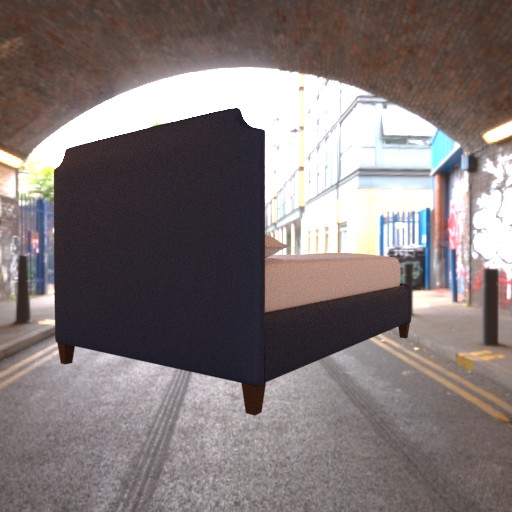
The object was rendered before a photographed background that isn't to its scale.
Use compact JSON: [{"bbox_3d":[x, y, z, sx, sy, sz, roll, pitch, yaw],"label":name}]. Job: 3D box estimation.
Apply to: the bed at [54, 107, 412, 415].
[{"bbox_3d":[0.000,0.000,3.426,1.712,1.443,2.372,0,1,36],"label":"bed"}]
